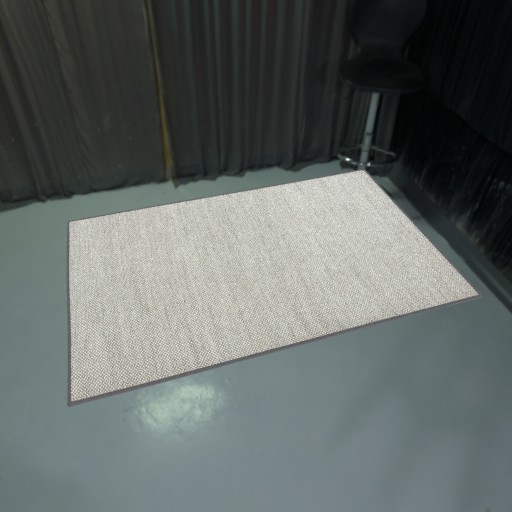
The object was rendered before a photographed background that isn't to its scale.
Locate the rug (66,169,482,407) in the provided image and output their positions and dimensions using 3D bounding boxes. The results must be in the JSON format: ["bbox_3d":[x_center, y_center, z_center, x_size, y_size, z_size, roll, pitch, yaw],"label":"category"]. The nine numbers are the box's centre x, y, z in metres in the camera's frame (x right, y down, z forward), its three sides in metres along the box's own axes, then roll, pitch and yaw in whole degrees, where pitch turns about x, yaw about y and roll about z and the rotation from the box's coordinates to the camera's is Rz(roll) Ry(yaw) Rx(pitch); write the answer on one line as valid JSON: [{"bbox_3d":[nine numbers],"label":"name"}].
[{"bbox_3d":[0.000,0.000,2.055,1.676,0.013,1.067,-12,44,-13],"label":"rug"}]
